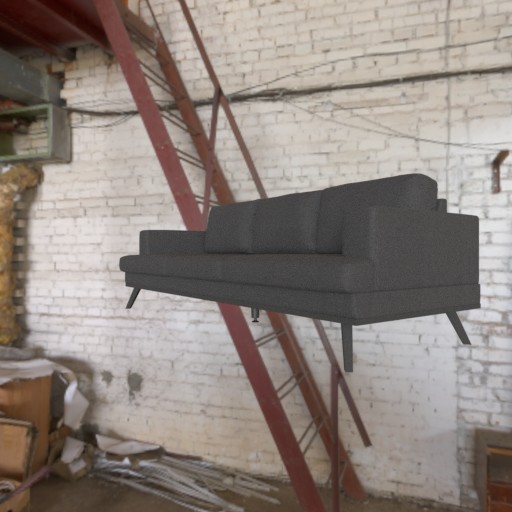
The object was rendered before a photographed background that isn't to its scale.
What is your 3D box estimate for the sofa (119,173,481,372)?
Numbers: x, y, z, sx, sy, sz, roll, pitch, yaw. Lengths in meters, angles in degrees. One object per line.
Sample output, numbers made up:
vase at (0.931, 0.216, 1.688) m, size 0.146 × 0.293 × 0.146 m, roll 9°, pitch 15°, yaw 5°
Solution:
sofa at (0.000, 0.000, 2.710) m, size 0.920 × 0.810 × 2.310 m, roll 0°, pitch 0°, yaw -36°
